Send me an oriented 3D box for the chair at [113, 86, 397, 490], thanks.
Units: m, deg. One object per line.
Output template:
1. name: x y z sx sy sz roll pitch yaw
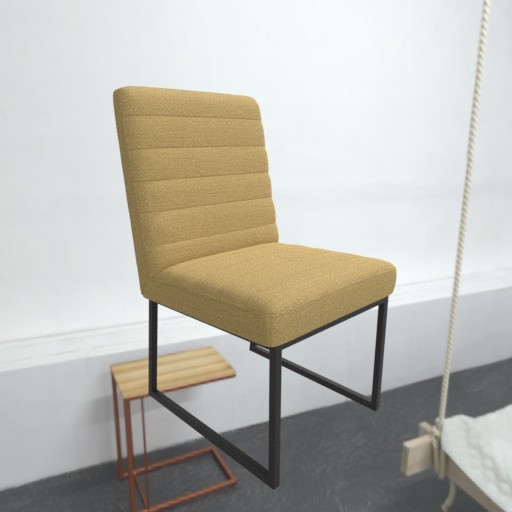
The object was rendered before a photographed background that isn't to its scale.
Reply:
1. chair: 0.000 0.000 1.275 0.520 0.930 0.634 -14 20 -42
